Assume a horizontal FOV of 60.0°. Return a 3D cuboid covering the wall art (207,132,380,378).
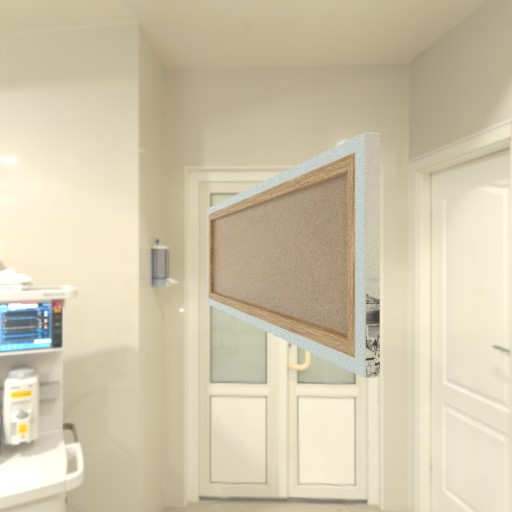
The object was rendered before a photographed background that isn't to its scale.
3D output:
[{"bbox_3d":[0.000,0.000,1.637,0.039,0.507,1.520,0,0,-18],"label":"wall art"}]
